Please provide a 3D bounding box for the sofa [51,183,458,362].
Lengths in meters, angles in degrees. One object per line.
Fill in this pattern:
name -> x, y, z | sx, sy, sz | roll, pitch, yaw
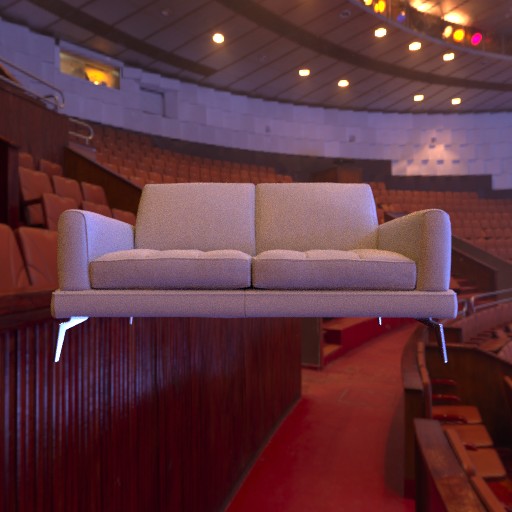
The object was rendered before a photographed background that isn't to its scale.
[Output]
sofa -> 0.000, 0.000, 2.468 | 1.819, 0.930, 1.121 | 0, -1, 1
